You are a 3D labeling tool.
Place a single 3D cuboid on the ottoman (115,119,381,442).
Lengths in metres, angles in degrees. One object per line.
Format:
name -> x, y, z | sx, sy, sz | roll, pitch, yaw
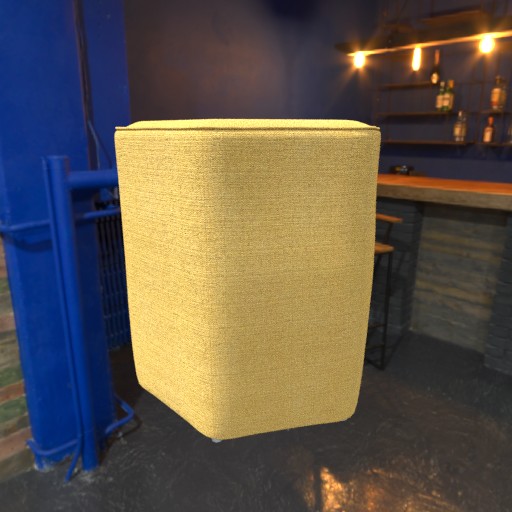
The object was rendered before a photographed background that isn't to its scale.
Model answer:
ottoman -> 0.000, 0.000, 0.866 | 0.443, 0.502, 0.494 | -15, 21, -42
